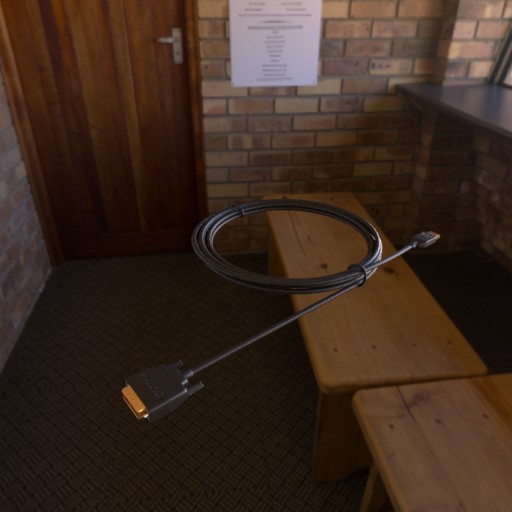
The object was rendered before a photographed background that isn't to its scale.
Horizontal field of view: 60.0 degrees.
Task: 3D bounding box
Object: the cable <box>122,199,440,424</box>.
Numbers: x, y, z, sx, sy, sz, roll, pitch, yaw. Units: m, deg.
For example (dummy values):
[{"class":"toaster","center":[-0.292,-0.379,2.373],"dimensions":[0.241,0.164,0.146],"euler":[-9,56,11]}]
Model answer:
[{"class":"cable","center":[0.000,0.000,0.522],"dimensions":[0.422,0.030,0.257],"euler":[-22,36,-33]}]
